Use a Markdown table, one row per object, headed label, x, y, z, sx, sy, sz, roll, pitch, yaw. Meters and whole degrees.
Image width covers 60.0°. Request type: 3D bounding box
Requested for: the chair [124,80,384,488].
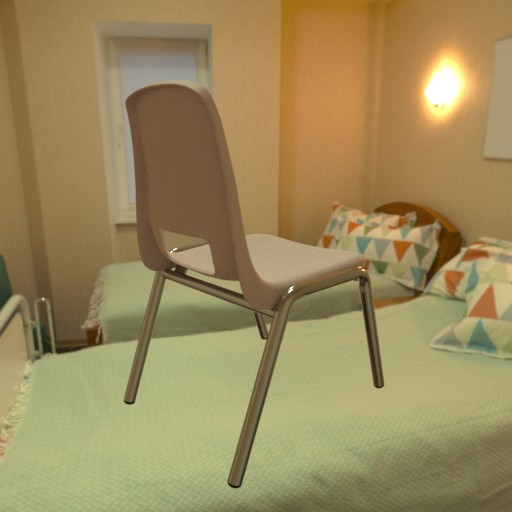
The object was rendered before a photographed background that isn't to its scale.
| label | x | y | z | sx | sy | sz | roll | pitch | yaw |
| --- | --- | --- | --- | --- | --- | --- | --- | --- | --- |
| chair | 0.000 | 0.000 | 0.836 | 0.354 | 0.586 | 0.423 | 14 | 20 | 43 |
